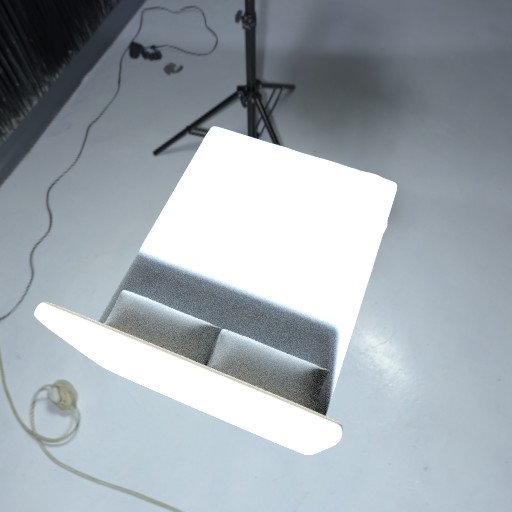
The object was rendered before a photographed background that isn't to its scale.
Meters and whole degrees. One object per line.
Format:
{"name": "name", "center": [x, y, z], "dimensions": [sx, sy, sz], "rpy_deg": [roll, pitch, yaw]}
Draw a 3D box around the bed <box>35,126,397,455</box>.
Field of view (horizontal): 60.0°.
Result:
{"name": "bed", "center": [0.000, 0.000, 3.186], "dimensions": [1.748, 1.330, 2.142], "rpy_deg": [20, 65, 10]}
